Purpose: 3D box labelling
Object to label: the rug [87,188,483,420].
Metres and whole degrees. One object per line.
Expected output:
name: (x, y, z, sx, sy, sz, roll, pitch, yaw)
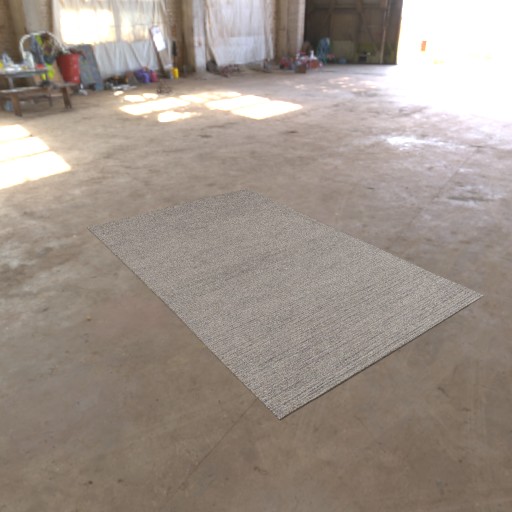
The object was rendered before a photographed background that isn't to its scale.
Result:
rug: (0.000, 0.000, 2.279, 1.162, 0.022, 1.804, -19, 33, -32)
